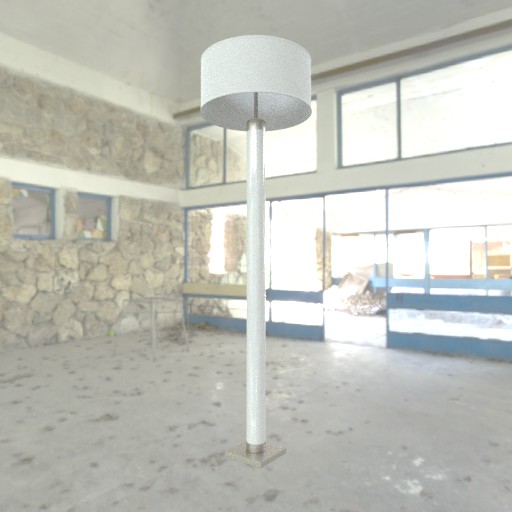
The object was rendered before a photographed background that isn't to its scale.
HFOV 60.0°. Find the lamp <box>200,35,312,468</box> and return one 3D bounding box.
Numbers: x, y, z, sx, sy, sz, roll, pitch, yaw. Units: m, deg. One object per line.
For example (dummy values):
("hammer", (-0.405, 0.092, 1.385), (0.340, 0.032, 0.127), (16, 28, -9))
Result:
("lamp", (0.000, 0.000, 1.659), (0.420, 1.475, 0.420), (-1, -2, 37))
